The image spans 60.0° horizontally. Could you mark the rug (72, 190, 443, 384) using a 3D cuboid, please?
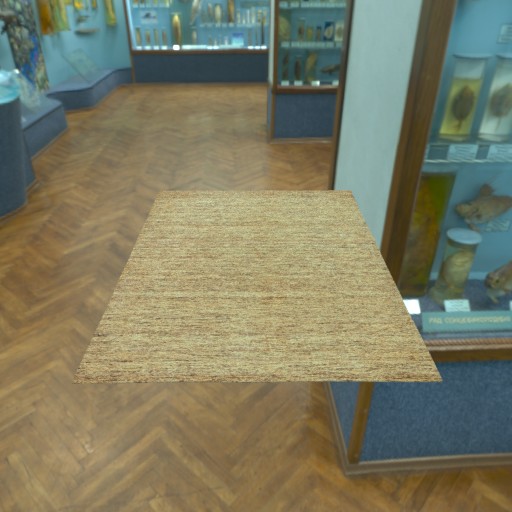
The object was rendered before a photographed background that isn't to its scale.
[{"bbox_3d":[0.000,0.000,4.275,2.438,0.012,3.200,0,31,0],"label":"rug"}]
